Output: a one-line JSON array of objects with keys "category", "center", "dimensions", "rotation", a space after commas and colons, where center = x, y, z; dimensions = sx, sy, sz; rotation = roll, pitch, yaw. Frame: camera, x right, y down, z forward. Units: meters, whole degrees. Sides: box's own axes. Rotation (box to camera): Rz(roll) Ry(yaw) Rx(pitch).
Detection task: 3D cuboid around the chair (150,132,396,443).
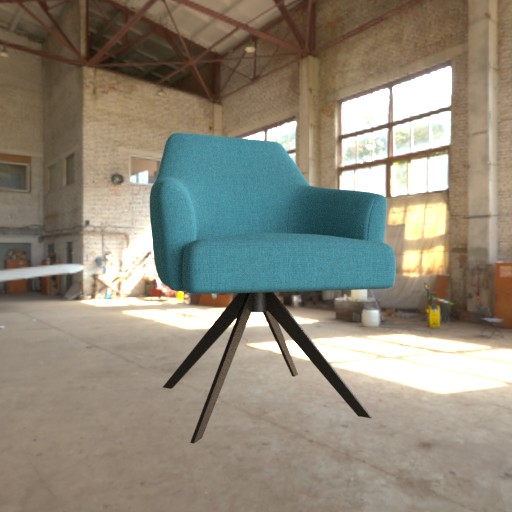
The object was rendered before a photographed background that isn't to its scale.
[{"category": "chair", "center": [0.000, 0.000, 1.344], "dimensions": [0.642, 0.874, 0.677], "rotation": [0, 0, -20]}]
